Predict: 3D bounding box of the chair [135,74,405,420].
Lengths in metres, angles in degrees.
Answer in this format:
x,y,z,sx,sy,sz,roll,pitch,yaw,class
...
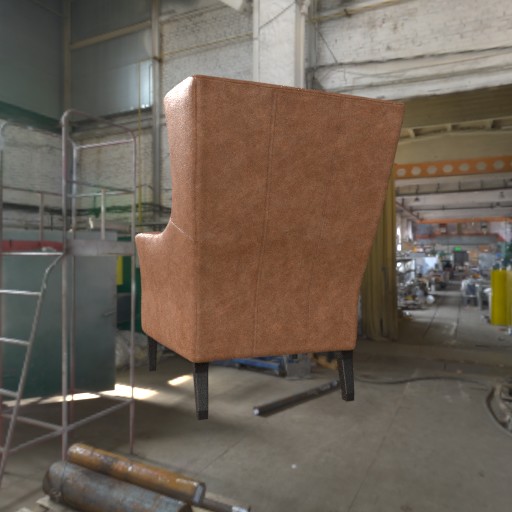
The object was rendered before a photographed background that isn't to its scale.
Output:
x,y,z,sx,sy,sz,roll,pitch,yaw,class
0.000,0.000,1.698,0.853,1.016,0.926,0,0,-20,chair
